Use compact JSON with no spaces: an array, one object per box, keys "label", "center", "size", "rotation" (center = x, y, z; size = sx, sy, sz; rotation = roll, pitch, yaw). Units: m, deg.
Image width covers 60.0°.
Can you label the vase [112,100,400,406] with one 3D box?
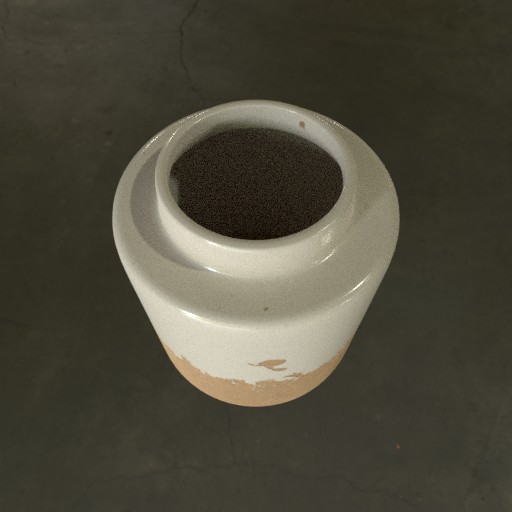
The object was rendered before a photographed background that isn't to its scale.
[{"label":"vase","center":[0.000,0.000,0.285],"size":[0.153,0.167,0.153],"rotation":[0,58,0]}]
